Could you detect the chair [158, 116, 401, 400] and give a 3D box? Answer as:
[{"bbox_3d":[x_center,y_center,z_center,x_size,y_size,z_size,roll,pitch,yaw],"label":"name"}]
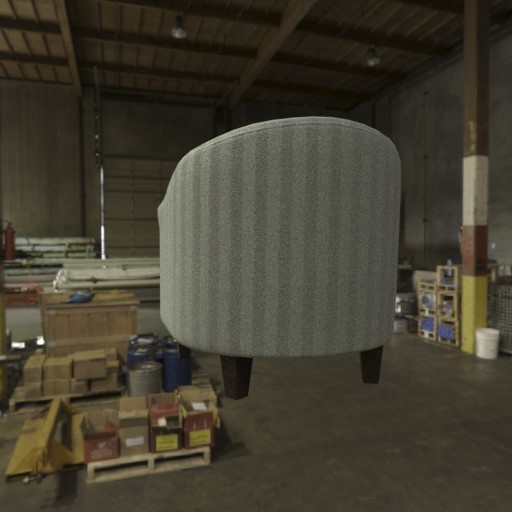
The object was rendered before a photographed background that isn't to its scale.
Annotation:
[{"bbox_3d":[0.000,0.000,1.752,0.756,0.757,1.288,-1,2,-18],"label":"chair"}]
